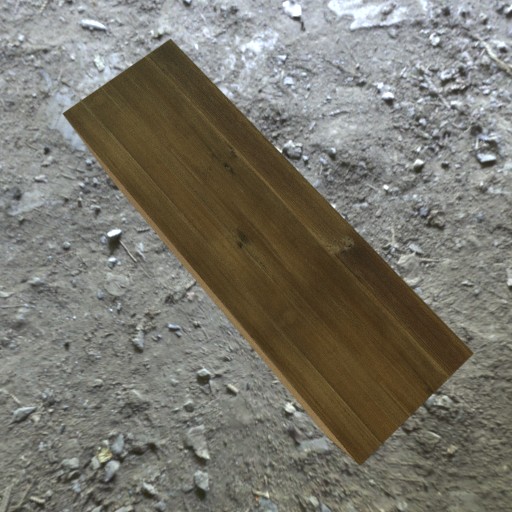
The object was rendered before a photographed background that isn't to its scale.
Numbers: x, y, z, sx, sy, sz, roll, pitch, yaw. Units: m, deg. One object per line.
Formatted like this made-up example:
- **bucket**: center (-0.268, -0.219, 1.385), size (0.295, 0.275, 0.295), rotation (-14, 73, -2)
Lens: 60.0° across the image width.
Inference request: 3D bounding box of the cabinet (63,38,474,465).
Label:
- **cabinet**: center (0.000, 0.000, 1.740), size (0.472, 0.800, 1.400), rotation (-40, 79, -10)
